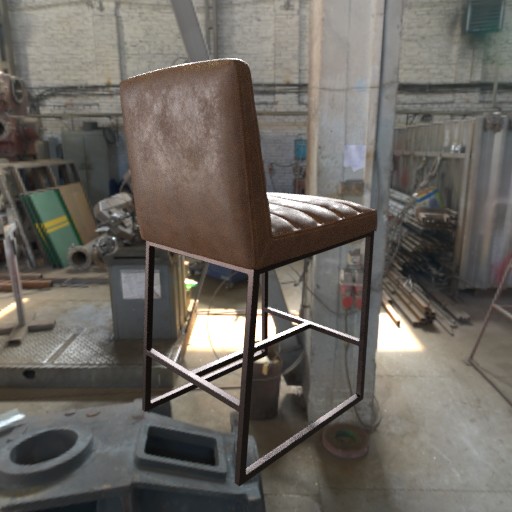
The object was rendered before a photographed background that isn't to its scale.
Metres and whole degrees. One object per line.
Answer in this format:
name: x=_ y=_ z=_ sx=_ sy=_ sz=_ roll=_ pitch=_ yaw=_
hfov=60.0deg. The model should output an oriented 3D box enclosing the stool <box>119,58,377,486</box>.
stool: x=0.000 y=0.000 z=1.257 sx=0.562 sy=0.942 sz=0.463 roll=-13 pitch=19 yaw=-43
